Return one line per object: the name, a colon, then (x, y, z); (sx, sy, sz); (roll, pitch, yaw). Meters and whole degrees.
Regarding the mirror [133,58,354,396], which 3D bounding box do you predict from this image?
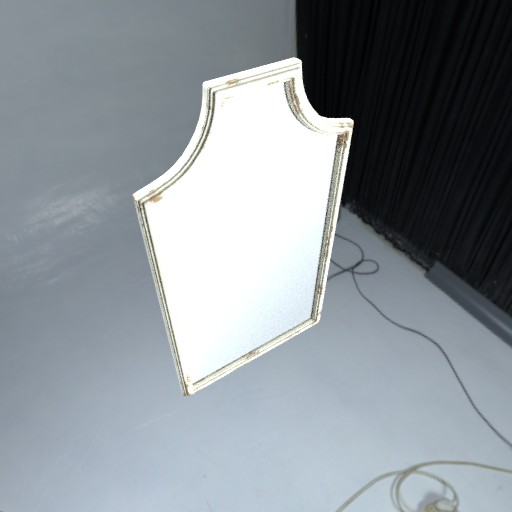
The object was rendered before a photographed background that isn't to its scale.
mirror: (0.000, 0.000, 0.861); (0.403, 0.717, 0.022); (-25, 51, -22)
